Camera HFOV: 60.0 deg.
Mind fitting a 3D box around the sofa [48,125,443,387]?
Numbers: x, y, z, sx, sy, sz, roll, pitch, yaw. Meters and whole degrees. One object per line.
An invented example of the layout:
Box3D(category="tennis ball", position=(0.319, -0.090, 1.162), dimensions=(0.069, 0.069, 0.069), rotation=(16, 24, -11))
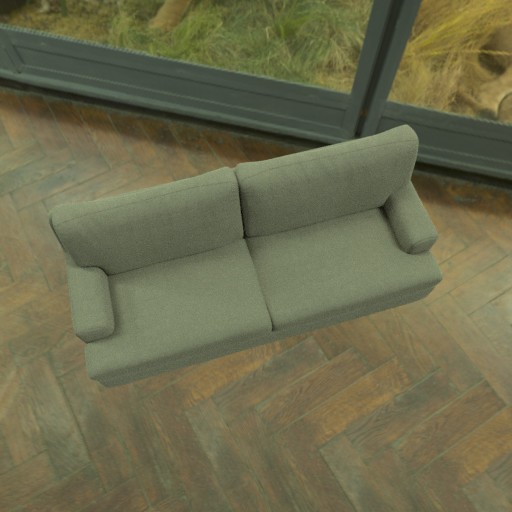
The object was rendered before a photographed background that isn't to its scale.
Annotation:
Box3D(category="sofa", position=(0.000, 0.000, 2.869), dimensions=(2.354, 0.980, 0.962), rotation=(-15, 65, -7))
